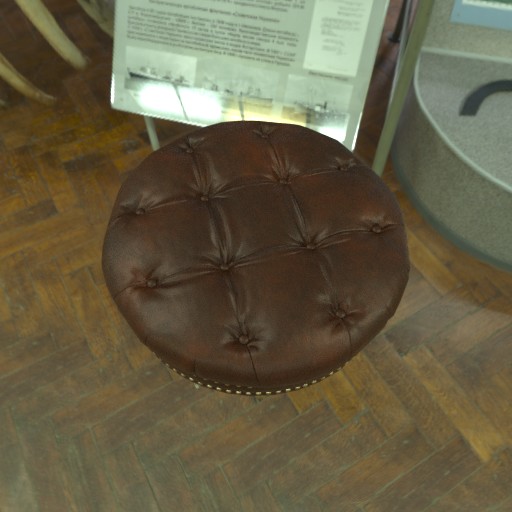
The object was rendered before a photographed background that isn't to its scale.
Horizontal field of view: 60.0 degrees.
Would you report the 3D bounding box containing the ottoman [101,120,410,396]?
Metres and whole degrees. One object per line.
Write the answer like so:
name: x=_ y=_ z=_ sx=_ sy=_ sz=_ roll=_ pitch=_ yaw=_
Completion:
ottoman: x=0.000 y=0.000 z=1.401 sx=0.901 sy=0.455 sz=0.901 roll=0 pitch=57 yaw=0
